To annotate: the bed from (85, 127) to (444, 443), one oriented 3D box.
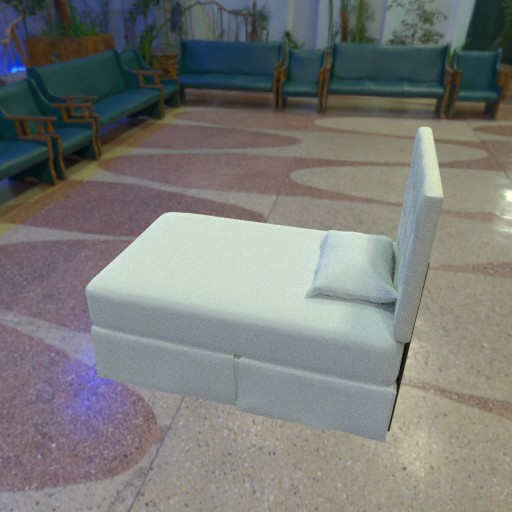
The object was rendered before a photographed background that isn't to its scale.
[{"bbox_3d":[0.000,0.000,2.947,1.997,1.571,1.261,9,32,14],"label":"bed"}]
